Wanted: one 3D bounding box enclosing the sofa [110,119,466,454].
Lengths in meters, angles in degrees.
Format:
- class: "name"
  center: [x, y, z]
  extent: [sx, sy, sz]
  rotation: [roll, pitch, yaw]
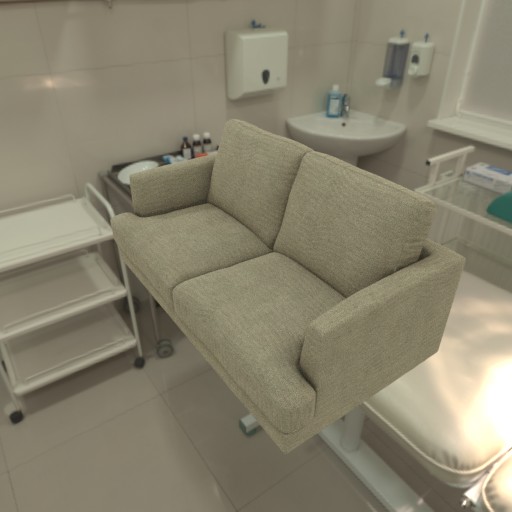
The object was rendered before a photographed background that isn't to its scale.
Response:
- class: "sofa"
  center: [0.000, 0.000, 2.123]
  extent: [0.903, 0.944, 1.582]
  rotation: [-21, 38, -29]
